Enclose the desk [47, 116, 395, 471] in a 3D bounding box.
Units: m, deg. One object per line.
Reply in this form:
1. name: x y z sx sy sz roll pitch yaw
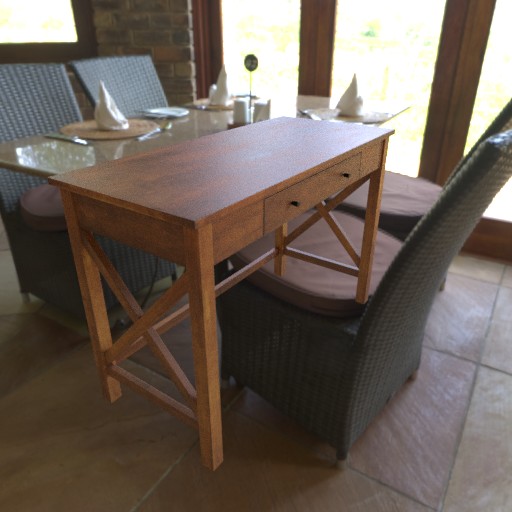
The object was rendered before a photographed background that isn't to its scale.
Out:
1. desk: 0.000 0.000 1.572 0.508 0.762 1.117 18 32 31
